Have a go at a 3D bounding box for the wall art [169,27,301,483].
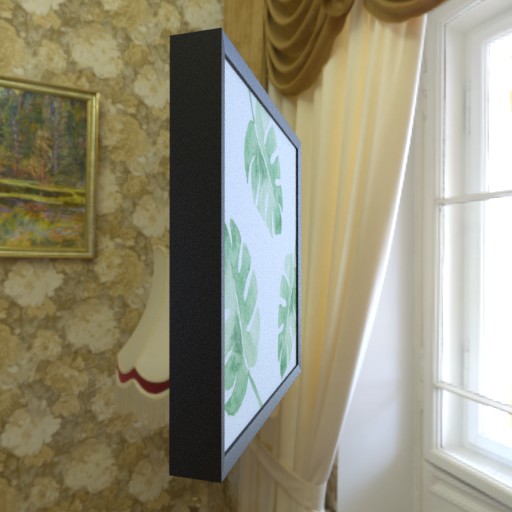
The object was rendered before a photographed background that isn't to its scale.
[{"bbox_3d":[0.000,0.000,0.446,0.038,0.304,0.304,0,0,16],"label":"wall art"}]
